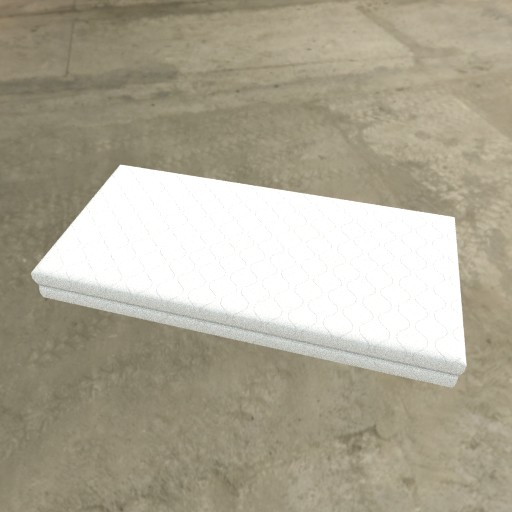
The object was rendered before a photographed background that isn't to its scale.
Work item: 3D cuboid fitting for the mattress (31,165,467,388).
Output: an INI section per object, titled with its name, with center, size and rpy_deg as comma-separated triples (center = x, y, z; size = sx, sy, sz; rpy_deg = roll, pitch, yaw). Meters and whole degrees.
[mattress]
center = 0.000, 0.000, 2.216
size = 1.900, 0.200, 0.900
rpy_deg = 11, 47, 10
